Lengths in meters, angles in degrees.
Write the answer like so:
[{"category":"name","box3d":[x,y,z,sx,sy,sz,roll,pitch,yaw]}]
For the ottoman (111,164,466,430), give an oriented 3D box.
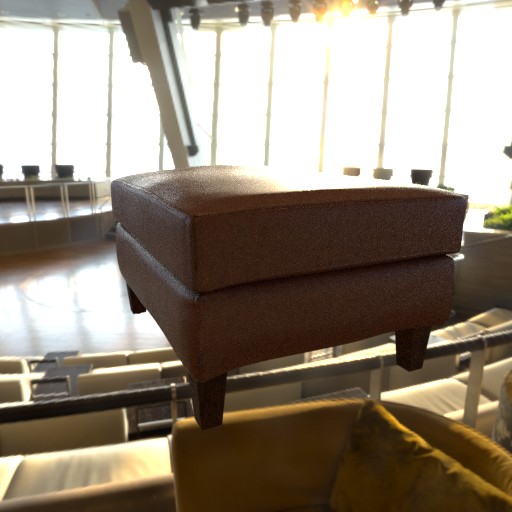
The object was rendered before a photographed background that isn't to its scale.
[{"category":"ottoman","box3d":[0.000,0.000,1.231,0.650,0.485,0.851,-7,15,-25]}]
